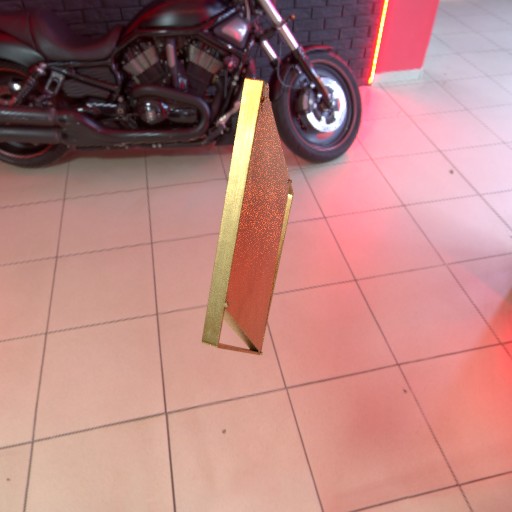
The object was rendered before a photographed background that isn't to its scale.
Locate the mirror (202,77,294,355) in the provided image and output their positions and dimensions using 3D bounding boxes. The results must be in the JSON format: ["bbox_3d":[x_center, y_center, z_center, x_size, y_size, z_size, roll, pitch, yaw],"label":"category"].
[{"bbox_3d":[0.000,0.000,0.838,0.032,0.679,0.419,15,47,14],"label":"mirror"}]
